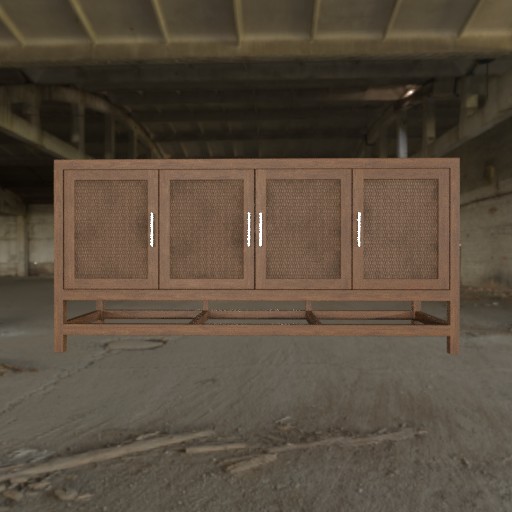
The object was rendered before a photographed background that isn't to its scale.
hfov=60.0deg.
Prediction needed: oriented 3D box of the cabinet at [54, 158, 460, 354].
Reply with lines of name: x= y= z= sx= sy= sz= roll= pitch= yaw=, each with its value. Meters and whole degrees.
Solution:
cabinet: x=0.000 y=0.000 z=2.103 sx=1.708 sy=0.820 sz=0.522 roll=0 pitch=0 yaw=1
